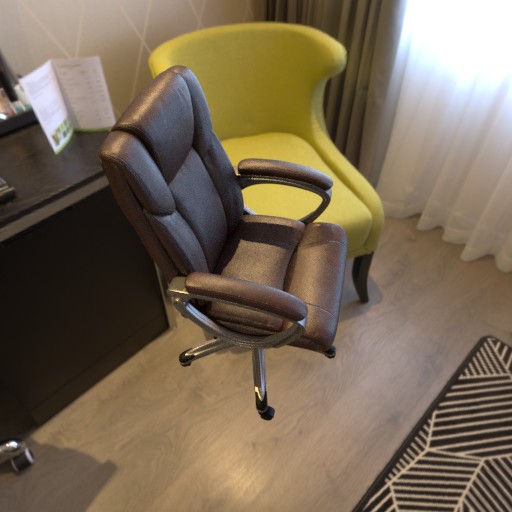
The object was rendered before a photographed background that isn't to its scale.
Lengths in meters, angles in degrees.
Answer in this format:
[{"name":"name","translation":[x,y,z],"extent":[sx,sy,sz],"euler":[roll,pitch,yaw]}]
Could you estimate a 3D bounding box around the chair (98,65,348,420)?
[{"name":"chair","translation":[0.000,0.000,1.542],"extent":[0.692,1.128,0.656],"euler":[10,47,9]}]
